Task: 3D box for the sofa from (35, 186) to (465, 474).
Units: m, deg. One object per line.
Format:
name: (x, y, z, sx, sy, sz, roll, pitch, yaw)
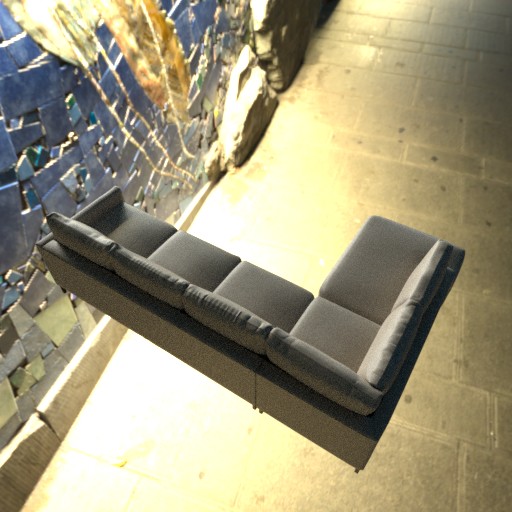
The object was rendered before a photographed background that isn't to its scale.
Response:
sofa: (0.000, 0.000, 3.030, 2.423, 0.703, 1.617, 25, 52, 21)
